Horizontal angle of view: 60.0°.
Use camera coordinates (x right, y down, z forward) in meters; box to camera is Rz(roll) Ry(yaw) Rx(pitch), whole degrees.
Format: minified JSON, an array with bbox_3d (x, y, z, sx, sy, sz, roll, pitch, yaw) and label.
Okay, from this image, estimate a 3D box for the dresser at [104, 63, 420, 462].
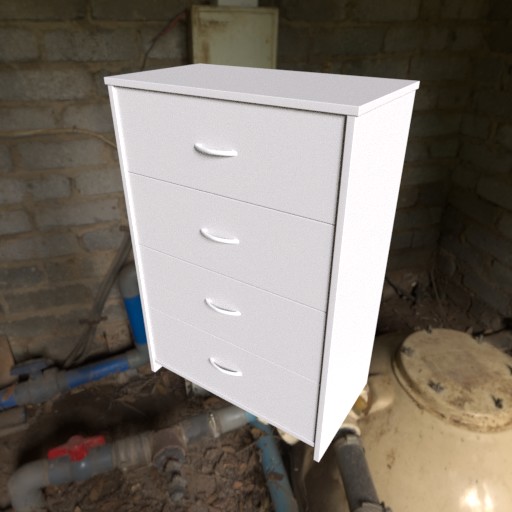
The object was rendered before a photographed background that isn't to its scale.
[{"bbox_3d":[0.000,0.000,1.367,0.704,1.021,0.401,18,34,29],"label":"dresser"}]
